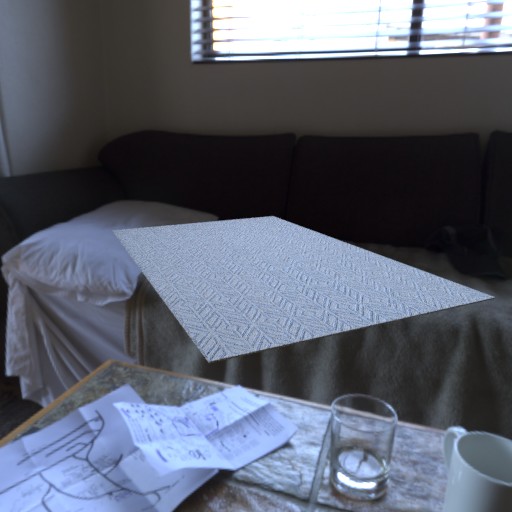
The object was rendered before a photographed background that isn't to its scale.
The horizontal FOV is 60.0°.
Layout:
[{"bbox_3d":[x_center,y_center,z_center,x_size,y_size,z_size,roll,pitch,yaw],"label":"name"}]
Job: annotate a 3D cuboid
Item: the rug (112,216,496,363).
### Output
[{"bbox_3d":[0.000,0.000,2.987,1.526,0.008,2.441,-7,17,-24],"label":"rug"}]
